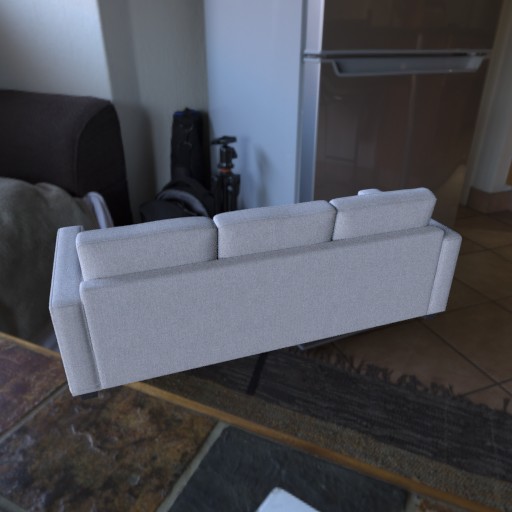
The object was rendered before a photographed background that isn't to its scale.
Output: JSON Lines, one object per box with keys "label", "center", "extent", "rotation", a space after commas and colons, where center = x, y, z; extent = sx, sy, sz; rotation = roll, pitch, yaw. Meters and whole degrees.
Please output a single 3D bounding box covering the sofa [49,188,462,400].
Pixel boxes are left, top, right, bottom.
{"label": "sofa", "center": [0.000, 0.000, 2.565], "extent": [2.120, 0.800, 0.900], "rotation": [-9, 29, -17]}
